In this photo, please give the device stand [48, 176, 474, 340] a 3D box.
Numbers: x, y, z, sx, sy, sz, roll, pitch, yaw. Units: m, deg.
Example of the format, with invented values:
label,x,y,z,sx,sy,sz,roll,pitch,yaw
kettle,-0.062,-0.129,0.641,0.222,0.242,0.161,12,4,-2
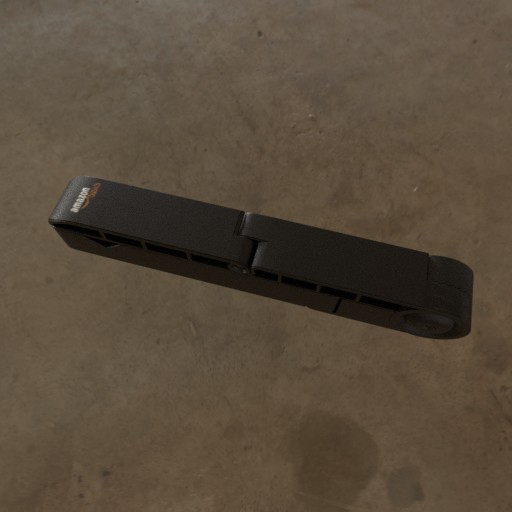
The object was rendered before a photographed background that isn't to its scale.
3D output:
label,x,y,z,sx,sy,sz,roll,pitch,yaw
device stand,0.000,0.000,0.190,0.179,0.030,0.026,13,64,7
